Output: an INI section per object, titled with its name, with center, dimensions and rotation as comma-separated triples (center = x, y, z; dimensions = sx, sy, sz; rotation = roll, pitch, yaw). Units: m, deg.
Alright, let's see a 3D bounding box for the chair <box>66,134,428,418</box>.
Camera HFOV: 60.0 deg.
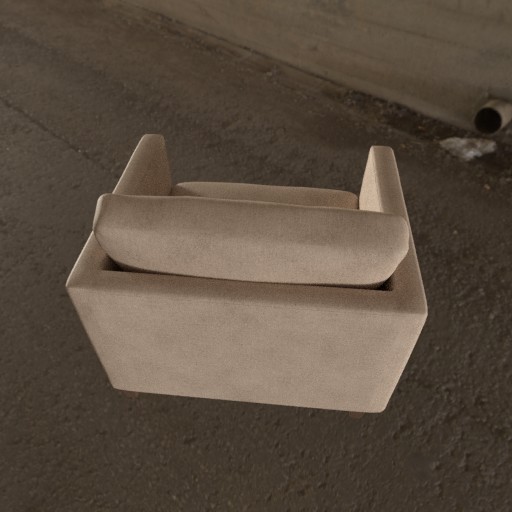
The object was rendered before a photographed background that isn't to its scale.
[chair]
center = 0.000, 0.000, 1.846
dimensions = 1.133, 0.961, 0.959
rotation = 4, 46, 4
